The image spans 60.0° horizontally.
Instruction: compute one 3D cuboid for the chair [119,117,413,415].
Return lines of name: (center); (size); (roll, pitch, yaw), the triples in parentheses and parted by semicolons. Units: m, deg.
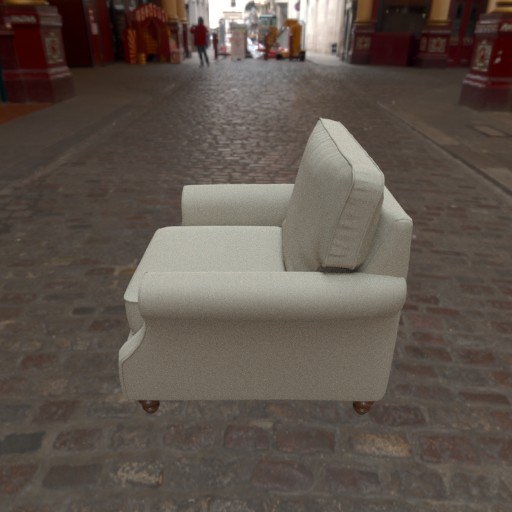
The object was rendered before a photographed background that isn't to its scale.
chair: (0.000, 0.000, 1.805); (0.966, 0.967, 1.029); (0, 27, 0)
